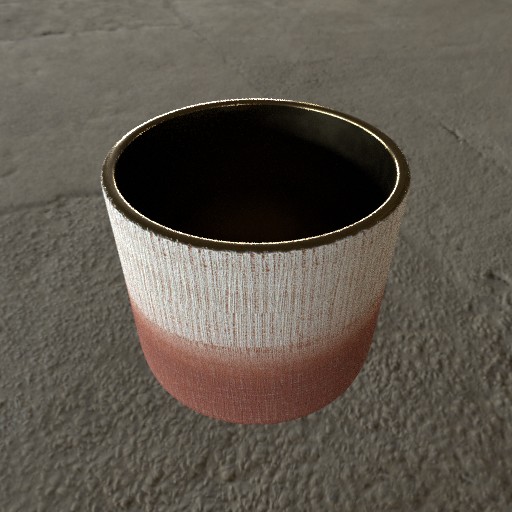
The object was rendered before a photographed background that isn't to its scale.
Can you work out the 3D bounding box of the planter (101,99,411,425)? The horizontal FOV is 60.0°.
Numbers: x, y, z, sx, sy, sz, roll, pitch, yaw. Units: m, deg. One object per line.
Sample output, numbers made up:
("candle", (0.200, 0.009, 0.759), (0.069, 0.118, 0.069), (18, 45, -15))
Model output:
("planter", (0.000, 0.000, 0.438), (0.254, 0.221, 0.254), (0, 41, 0))
